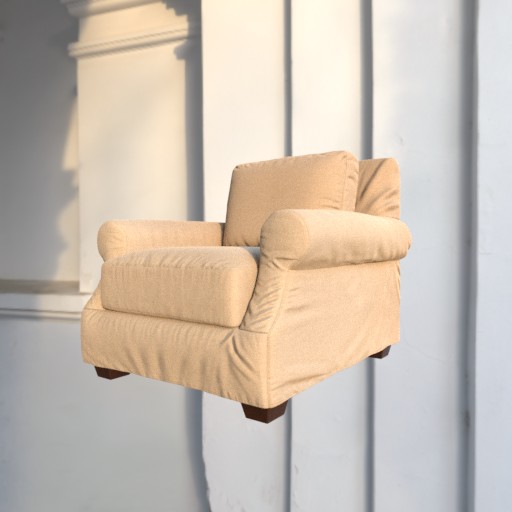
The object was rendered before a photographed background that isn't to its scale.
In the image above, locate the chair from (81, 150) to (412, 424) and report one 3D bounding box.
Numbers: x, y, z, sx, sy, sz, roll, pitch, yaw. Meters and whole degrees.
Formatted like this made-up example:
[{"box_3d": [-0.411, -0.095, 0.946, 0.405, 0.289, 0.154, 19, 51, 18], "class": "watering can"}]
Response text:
[{"box_3d": [0.000, 0.000, 1.749, 0.940, 0.866, 1.066, 1, 1, 36], "class": "chair"}]
